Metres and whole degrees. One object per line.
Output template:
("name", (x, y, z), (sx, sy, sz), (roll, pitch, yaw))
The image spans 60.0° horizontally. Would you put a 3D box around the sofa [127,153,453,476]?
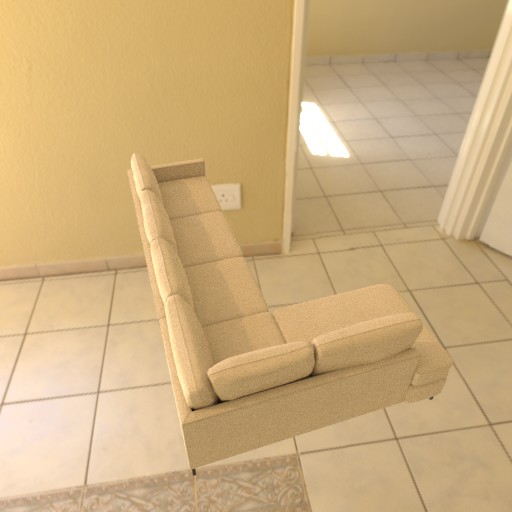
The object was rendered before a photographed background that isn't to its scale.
("sofa", (0.000, 0.000, 4.307), (2.048, 0.996, 3.384), (-12, 42, -14))
